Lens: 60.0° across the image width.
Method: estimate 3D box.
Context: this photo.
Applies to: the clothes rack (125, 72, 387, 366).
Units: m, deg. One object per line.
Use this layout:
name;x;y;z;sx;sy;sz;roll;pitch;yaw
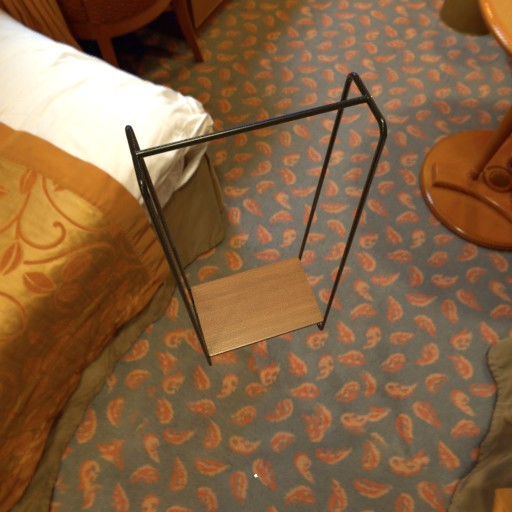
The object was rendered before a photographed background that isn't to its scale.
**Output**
clothes rack;0.000;0.000;1.785;0.640;1.500;0.400;-16;65;-8
